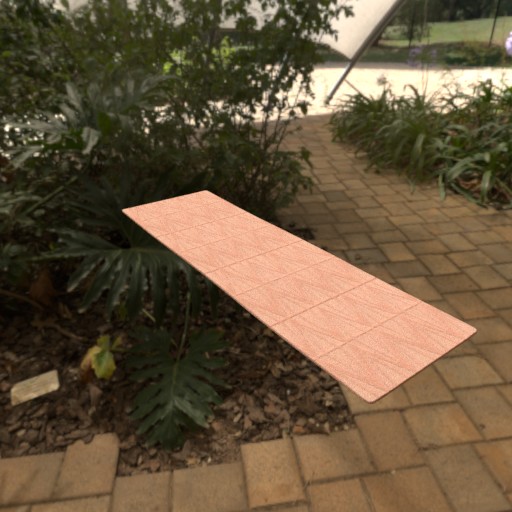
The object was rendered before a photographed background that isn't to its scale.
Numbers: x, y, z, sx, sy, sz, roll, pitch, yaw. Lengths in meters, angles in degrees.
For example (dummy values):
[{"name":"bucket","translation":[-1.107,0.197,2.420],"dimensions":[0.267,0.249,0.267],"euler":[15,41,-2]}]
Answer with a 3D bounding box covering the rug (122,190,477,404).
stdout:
[{"name":"rug","translation":[0.000,0.000,2.709],"dimensions":[0.760,0.015,2.435],"euler":[-19,33,-32]}]
